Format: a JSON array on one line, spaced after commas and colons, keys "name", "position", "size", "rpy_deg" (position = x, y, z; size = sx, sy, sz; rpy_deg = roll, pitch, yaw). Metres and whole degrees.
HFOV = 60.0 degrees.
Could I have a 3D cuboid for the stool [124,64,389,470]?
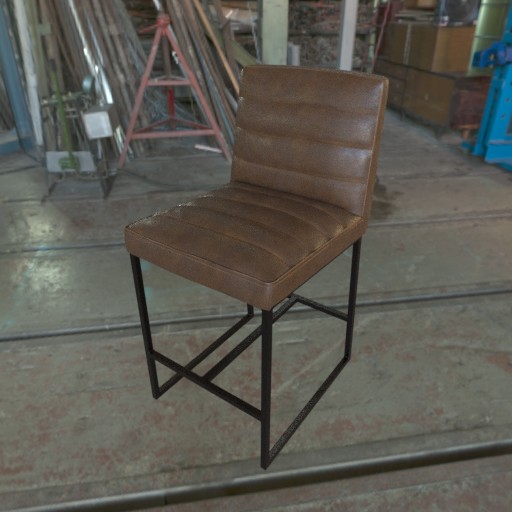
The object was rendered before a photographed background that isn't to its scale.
[{"name": "stool", "position": [0.000, 0.000, 1.252], "size": [0.463, 0.942, 0.562], "rpy_deg": [20, 35, 30]}]
